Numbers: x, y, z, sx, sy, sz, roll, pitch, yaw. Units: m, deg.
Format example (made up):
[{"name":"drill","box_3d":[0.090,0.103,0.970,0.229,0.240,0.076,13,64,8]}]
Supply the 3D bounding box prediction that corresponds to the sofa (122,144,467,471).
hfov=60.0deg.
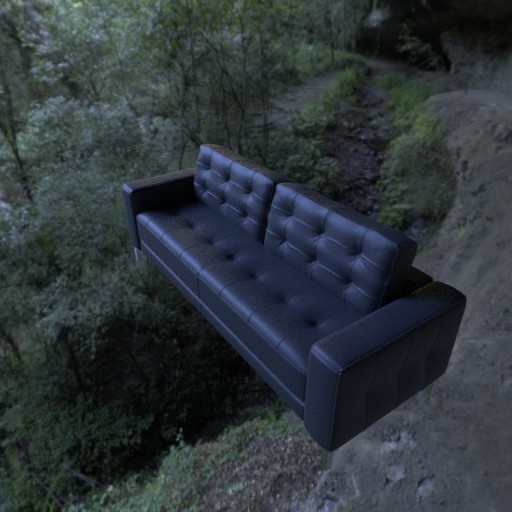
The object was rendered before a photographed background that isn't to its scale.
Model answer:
[{"name":"sofa","box_3d":[0.000,0.000,2.703,0.833,0.893,2.275,-20,36,-29]}]
